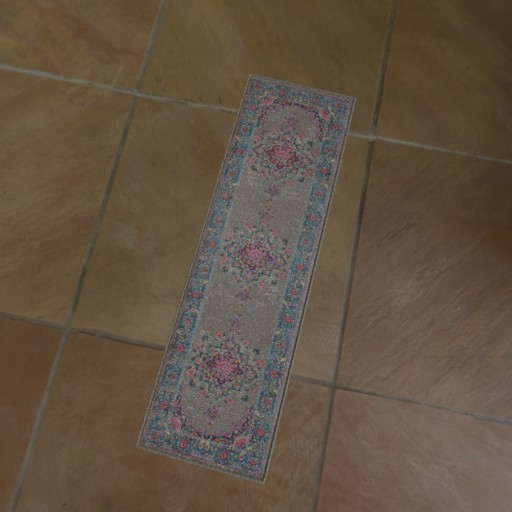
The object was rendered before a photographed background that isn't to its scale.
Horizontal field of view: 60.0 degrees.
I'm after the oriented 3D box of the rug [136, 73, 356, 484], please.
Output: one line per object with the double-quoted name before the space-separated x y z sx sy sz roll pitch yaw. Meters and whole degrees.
"rug" 0.000 0.000 2.021 0.553 0.012 1.827 14 77 3
